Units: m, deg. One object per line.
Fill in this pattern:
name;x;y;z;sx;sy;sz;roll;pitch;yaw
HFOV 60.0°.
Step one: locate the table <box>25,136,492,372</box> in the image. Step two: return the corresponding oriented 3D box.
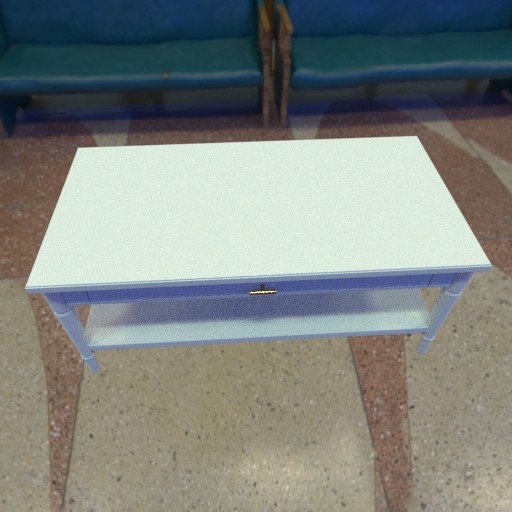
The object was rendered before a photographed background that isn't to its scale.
table;0.000;0.000;1.364;1.067;0.457;0.559;-3;47;-3
